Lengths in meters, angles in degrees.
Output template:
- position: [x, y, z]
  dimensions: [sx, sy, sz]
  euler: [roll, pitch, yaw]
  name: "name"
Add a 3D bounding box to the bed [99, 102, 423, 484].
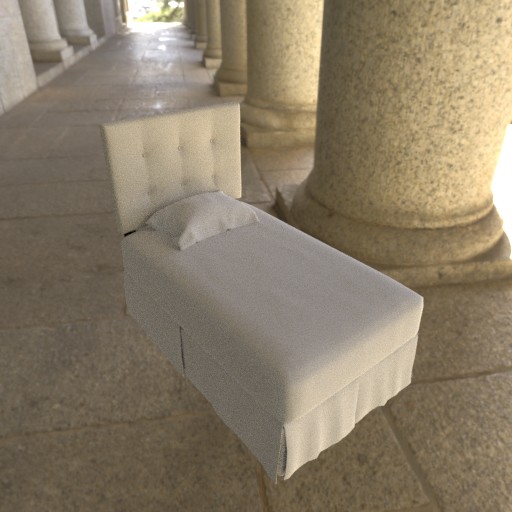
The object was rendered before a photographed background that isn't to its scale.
- position: [0.000, 0.000, 3.004]
  dimensions: [1.261, 1.571, 1.997]
  euler: [-22, 37, -32]
  name: "bed"
